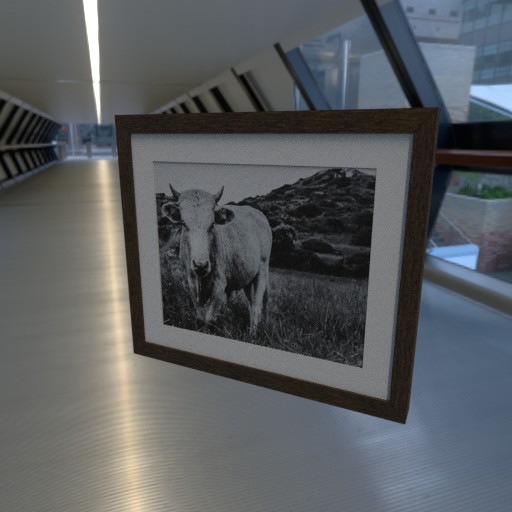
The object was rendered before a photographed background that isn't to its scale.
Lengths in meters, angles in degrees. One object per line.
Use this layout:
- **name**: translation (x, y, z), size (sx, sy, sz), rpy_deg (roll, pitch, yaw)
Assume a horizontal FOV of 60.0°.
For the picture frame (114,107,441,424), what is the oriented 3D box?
- **picture frame**: translation (0.000, 0.000, 0.535), size (0.378, 0.330, 0.033), rpy_deg (7, 17, 25)
